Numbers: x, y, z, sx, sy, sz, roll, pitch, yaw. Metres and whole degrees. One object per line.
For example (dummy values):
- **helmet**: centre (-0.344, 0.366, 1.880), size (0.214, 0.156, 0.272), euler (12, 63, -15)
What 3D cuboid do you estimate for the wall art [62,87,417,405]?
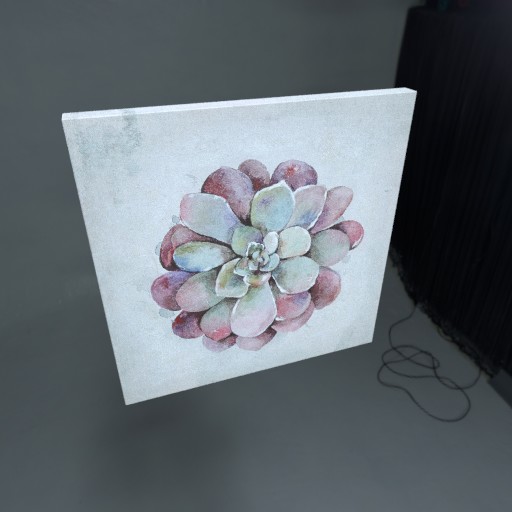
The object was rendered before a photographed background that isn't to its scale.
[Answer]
- **wall art**: centre (0.000, 0.000, 0.895), size (0.605, 0.605, 0.044), euler (-10, 33, -16)
